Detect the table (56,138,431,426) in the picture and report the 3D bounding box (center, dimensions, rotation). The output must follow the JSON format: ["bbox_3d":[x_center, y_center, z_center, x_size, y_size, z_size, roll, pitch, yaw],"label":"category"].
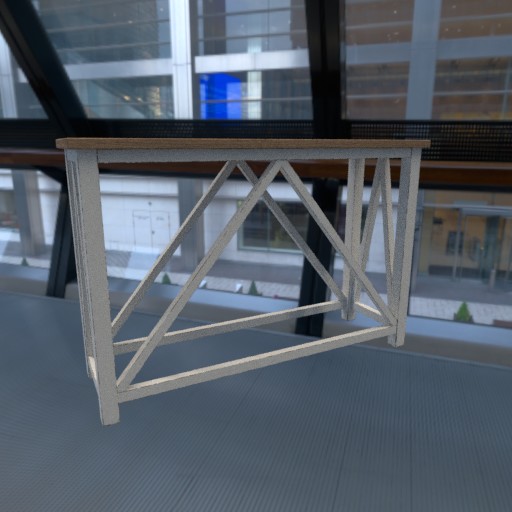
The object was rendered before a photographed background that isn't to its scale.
[{"bbox_3d":[0.000,0.000,1.835,1.400,0.930,0.450,-7,16,-26],"label":"table"}]
